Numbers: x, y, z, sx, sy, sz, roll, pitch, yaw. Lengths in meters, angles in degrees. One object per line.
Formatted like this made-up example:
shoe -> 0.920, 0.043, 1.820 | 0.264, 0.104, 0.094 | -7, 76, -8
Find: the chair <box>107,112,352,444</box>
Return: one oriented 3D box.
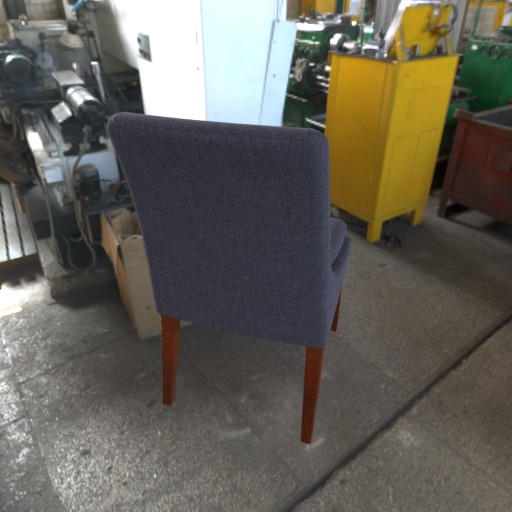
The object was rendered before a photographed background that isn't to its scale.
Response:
chair -> 0.000, 0.000, 1.329 | 0.508, 0.952, 0.655 | 10, 33, 15
